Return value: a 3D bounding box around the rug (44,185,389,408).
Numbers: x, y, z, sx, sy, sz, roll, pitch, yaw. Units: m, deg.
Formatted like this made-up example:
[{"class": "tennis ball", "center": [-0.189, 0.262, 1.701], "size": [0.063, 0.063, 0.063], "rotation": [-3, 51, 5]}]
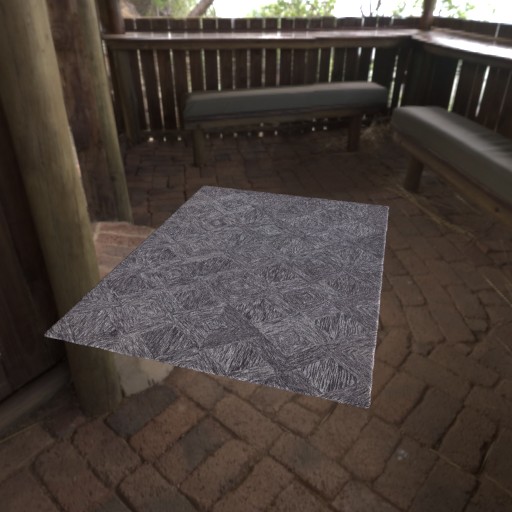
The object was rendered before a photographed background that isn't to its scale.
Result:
[{"class": "rug", "center": [0.000, 0.000, 4.399], "size": [2.448, 0.017, 3.204], "rotation": [9, 32, 14]}]
